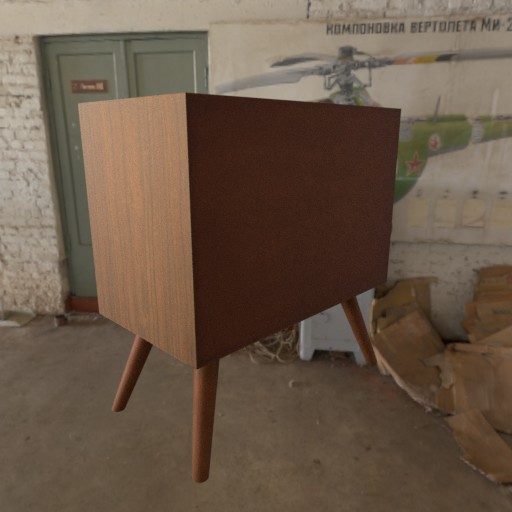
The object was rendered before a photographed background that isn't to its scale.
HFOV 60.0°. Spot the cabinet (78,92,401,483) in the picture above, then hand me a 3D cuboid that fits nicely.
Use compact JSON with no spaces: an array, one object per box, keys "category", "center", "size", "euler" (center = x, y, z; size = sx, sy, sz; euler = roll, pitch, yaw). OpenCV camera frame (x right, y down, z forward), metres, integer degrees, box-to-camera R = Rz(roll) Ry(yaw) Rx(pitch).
[{"category":"cabinet","center":[0.000,0.000,1.168],"size":[0.388,0.748,0.712],"euler":[15,21,43]}]
